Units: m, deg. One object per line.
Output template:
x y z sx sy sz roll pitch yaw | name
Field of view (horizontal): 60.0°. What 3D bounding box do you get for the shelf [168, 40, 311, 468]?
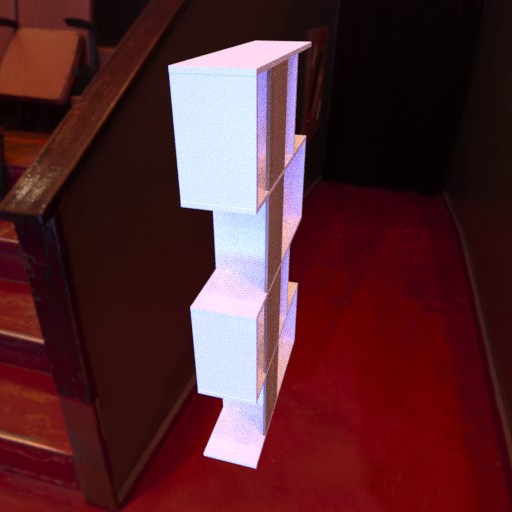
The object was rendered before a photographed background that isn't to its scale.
0.000 0.000 1.959 0.250 1.650 0.890 8 31 13 | shelf
